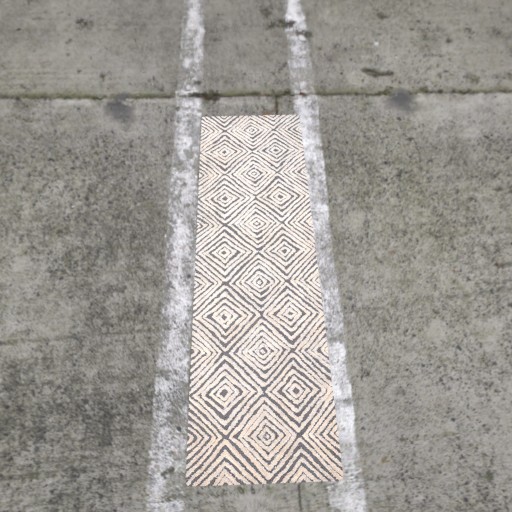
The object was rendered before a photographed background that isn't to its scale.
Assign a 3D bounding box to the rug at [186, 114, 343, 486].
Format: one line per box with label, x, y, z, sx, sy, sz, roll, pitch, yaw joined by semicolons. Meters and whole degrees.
rug;0.000;0.000;2.483;0.676;0.008;2.277;-2;59;-1
